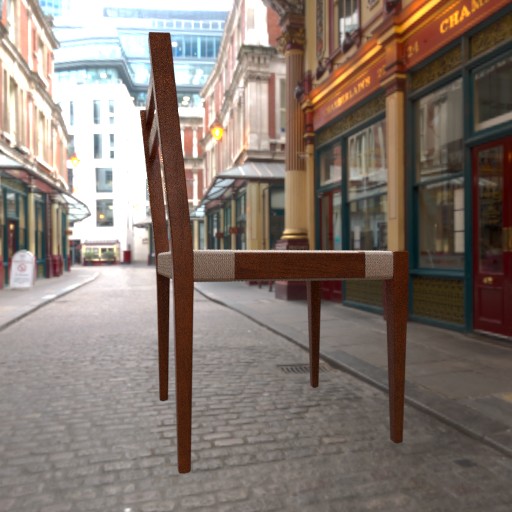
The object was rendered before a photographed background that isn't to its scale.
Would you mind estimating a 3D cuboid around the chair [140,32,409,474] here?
[{"bbox_3d":[0.000,0.000,1.149,0.569,0.851,0.495,0,0,-17],"label":"chair"}]
